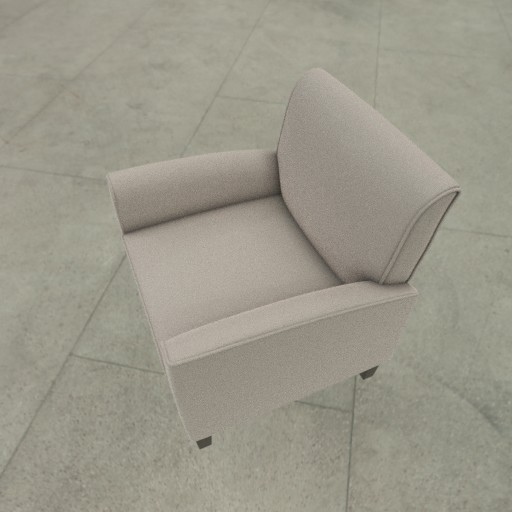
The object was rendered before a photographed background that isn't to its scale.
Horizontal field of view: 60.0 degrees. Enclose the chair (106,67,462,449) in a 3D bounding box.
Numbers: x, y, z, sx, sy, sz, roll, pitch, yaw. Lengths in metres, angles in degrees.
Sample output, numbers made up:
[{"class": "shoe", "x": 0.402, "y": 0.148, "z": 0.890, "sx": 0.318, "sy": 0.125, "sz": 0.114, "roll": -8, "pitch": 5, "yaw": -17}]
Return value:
[{"class": "chair", "x": 0.000, "y": 0.000, "z": 1.531, "sx": 0.820, "sy": 0.915, "sz": 0.820, "roll": -17, "pitch": 50, "yaw": -15}]
